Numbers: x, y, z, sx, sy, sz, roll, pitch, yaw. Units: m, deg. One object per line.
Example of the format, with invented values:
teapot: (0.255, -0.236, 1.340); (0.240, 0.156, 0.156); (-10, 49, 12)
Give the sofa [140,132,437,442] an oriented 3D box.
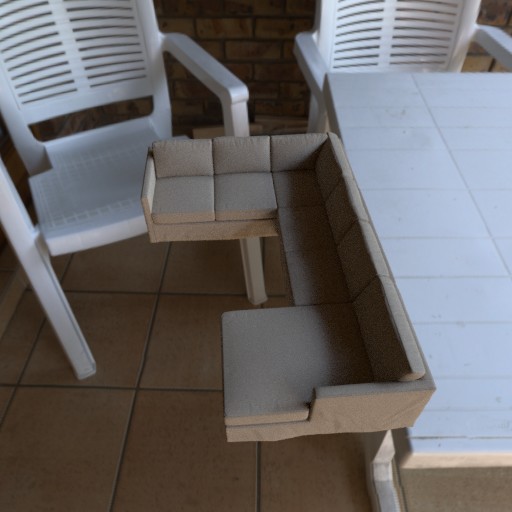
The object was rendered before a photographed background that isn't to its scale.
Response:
sofa: (0.000, 0.000, 4.554); (2.427, 0.882, 3.460); (-3, 47, -3)
